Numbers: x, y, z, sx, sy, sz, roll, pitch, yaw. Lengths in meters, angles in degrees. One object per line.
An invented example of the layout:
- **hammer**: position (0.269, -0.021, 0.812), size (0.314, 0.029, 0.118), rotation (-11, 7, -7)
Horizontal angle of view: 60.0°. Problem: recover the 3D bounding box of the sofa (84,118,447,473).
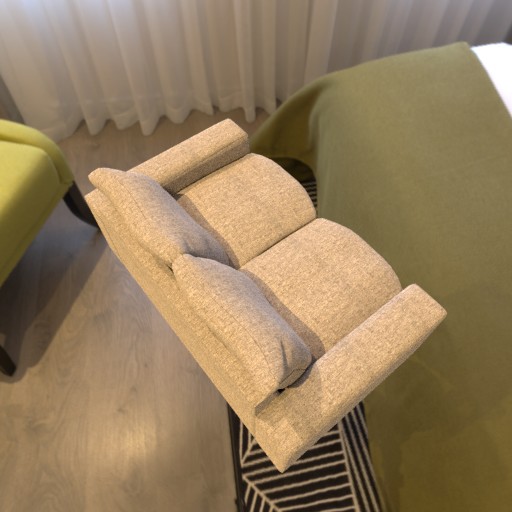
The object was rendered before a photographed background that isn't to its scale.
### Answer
- **sofa**: position (0.000, 0.000, 2.405), size (1.094, 0.877, 1.758), rotation (-34, 64, -19)
